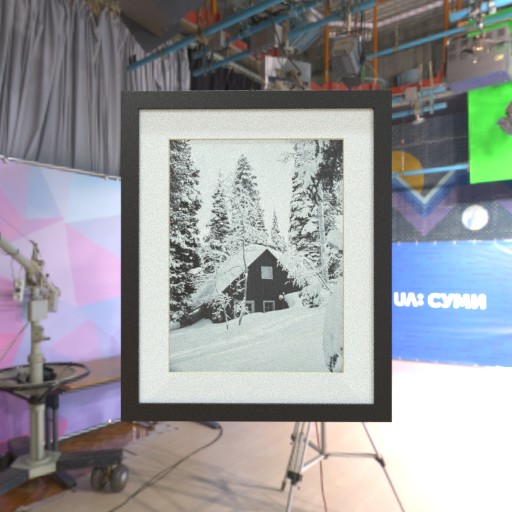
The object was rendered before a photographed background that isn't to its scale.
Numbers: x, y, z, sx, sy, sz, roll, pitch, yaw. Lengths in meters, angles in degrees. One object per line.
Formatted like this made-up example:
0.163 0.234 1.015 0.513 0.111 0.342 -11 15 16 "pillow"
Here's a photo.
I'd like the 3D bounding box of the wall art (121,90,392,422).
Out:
0.000 0.000 0.540 0.325 0.397 0.018 0 0 1 "wall art"
